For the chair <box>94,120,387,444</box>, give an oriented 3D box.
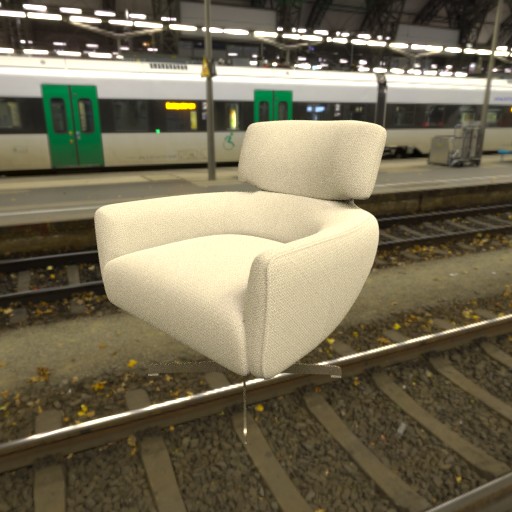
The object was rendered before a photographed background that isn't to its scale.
[{"bbox_3d":[0.000,0.000,1.386,0.760,0.810,0.730,16,23,42],"label":"chair"}]
